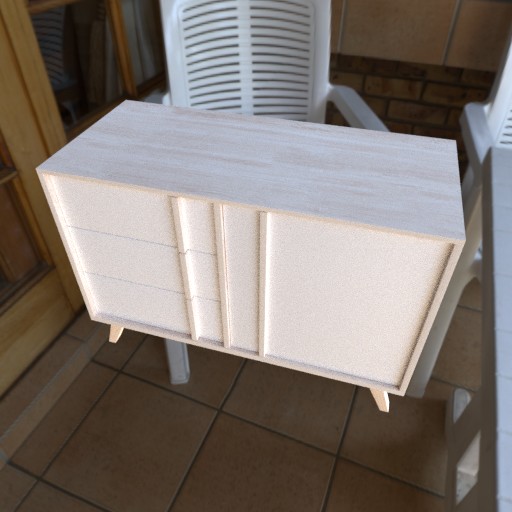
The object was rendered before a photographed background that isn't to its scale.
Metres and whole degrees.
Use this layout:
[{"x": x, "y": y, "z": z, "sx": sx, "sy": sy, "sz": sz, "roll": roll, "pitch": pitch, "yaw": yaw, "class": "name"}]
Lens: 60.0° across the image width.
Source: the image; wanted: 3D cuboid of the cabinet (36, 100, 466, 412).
[{"x": 0.000, "y": 0.000, "z": 1.531, "sx": 1.110, "sy": 0.780, "sz": 0.500, "roll": 11, "pitch": 42, "yaw": 12, "class": "cabinet"}]
